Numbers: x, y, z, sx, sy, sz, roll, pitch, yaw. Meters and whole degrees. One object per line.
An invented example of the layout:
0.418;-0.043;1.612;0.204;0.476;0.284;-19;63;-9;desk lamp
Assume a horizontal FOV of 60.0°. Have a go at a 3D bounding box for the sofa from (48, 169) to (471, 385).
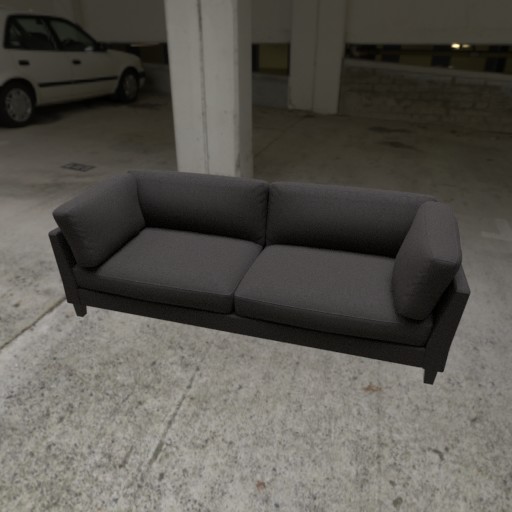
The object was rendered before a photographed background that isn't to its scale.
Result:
0.000;0.000;2.778;2.312;0.792;0.969;8;28;15;sofa
